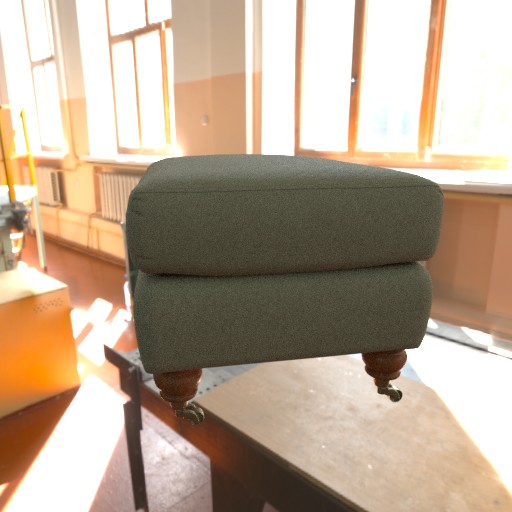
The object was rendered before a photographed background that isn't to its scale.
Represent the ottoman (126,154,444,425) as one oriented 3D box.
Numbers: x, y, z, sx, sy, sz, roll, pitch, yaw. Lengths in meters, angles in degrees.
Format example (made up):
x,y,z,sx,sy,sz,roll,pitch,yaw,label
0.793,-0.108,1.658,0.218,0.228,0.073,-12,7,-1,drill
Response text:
x,y,z,sx,sy,sz,roll,pitch,yaw,label
0.000,0.000,1.137,0.569,0.504,0.773,-3,15,-10,ottoman
